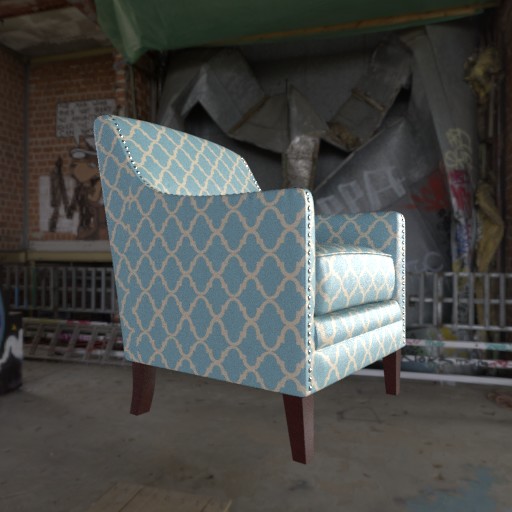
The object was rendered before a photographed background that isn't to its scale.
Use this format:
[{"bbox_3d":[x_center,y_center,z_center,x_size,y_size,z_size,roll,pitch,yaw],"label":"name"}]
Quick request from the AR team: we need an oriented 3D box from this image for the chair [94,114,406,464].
[{"bbox_3d":[0.000,0.000,1.283,0.686,0.817,0.617,0,0,36],"label":"chair"}]
